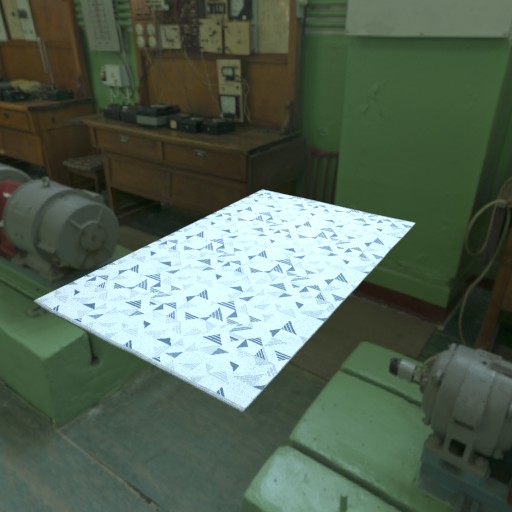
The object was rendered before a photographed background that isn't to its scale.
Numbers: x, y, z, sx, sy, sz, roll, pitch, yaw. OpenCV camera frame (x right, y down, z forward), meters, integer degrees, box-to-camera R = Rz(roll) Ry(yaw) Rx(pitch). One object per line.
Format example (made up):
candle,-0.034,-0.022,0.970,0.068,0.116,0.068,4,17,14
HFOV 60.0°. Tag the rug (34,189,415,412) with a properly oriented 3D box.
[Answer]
rug,0.000,0.000,3.121,1.512,0.009,2.457,17,32,30
